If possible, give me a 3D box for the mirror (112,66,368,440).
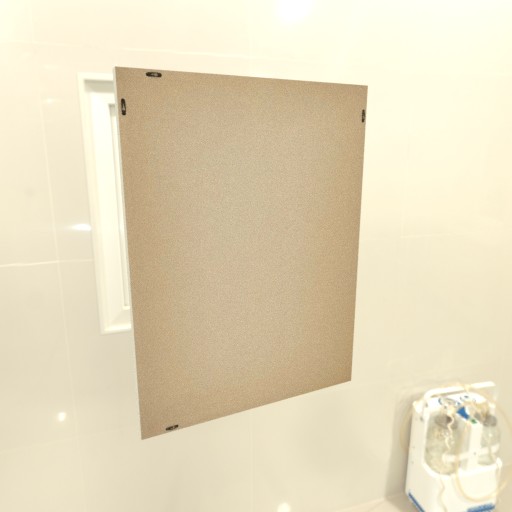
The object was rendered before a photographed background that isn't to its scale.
[{"bbox_3d":[0.000,0.000,1.349,0.762,1.016,0.041,-7,15,-26],"label":"mirror"}]
